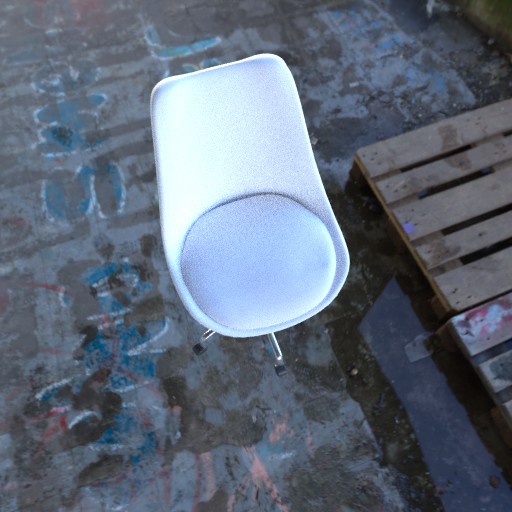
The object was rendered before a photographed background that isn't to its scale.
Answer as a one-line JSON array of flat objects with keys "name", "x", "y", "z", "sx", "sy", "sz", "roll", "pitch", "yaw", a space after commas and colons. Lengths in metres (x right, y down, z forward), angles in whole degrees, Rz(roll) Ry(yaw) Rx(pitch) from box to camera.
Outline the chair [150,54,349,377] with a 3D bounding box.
[{"name": "chair", "x": 0.000, "y": 0.000, "z": 1.294, "sx": 0.550, "sy": 0.930, "sz": 0.550, "roll": -18, "pitch": 65, "yaw": -9}]
